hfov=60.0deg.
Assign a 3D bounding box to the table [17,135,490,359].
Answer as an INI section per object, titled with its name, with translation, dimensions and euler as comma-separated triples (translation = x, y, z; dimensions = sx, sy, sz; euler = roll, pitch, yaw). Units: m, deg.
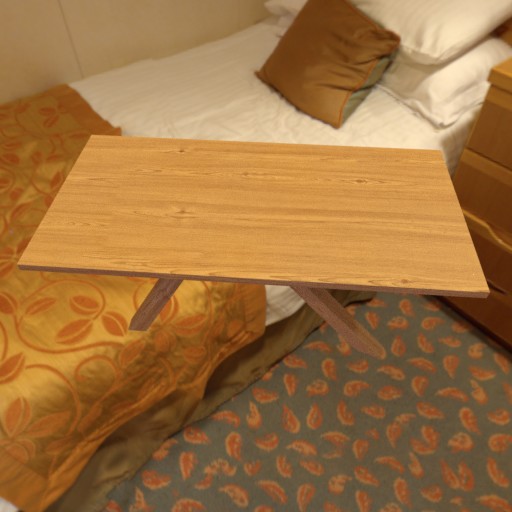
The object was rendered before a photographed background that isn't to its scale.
[table]
translation = 0.000, 0.000, 2.255
dimensions = 1.797, 0.750, 0.901
euler = 3, 48, 3
